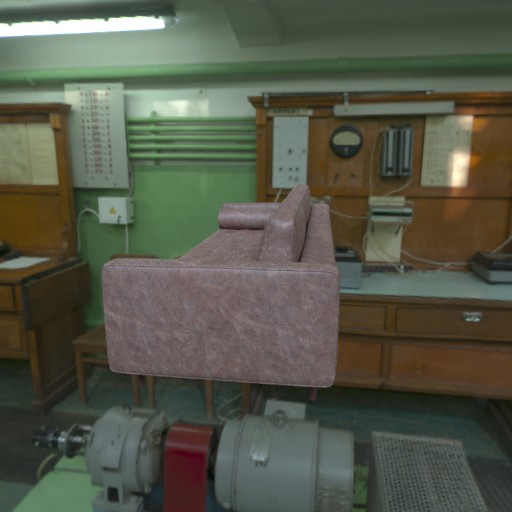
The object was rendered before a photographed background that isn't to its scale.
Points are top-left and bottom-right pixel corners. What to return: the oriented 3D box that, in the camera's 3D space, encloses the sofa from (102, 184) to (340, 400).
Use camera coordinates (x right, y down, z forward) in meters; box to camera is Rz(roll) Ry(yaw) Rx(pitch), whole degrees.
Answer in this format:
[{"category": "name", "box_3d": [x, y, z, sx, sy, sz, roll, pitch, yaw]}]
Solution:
[{"category": "sofa", "box_3d": [0.000, 0.000, 2.694, 0.914, 0.762, 2.210, 2, 13, 8]}]
